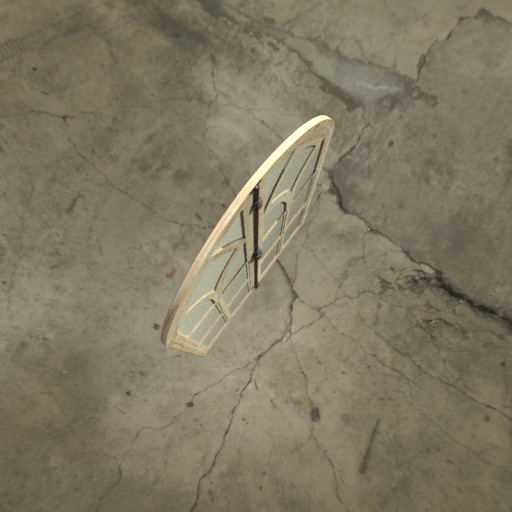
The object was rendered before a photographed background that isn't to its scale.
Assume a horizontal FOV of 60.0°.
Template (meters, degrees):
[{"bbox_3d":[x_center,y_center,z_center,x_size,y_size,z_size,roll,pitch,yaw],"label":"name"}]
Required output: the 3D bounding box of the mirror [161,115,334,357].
[{"bbox_3d":[0.000,0.000,1.160,0.032,0.915,0.609,35,78,9],"label":"mirror"}]
